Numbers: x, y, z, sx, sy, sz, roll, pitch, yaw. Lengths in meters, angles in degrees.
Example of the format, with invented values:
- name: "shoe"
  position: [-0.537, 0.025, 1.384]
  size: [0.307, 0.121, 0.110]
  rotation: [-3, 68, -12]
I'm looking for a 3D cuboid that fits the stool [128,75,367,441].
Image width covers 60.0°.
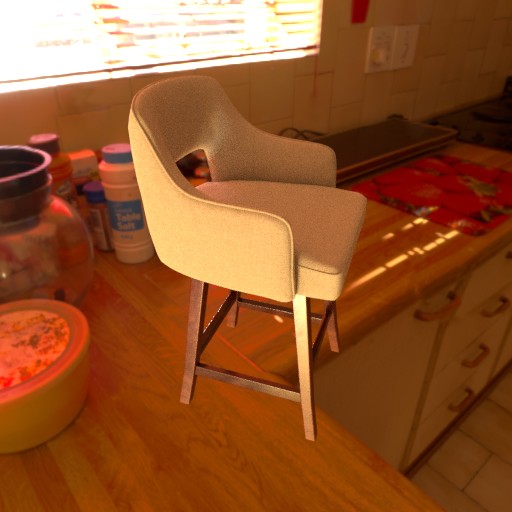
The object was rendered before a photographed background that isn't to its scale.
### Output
- name: "stool"
  position: [0.000, 0.000, 1.298]
  size: [0.560, 0.936, 0.550]
  rotation: [10, 33, 16]
